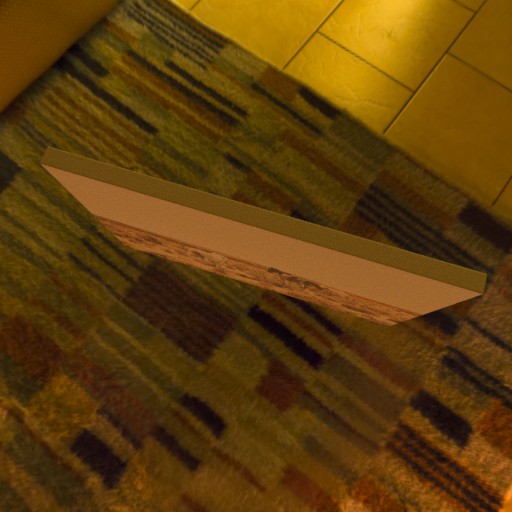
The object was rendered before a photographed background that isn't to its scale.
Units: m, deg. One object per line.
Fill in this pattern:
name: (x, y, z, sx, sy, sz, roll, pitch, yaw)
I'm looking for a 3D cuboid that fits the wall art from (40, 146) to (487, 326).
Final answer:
wall art: (0.000, 0.000, 1.461, 1.138, 0.761, 0.051, 17, 76, 4)
